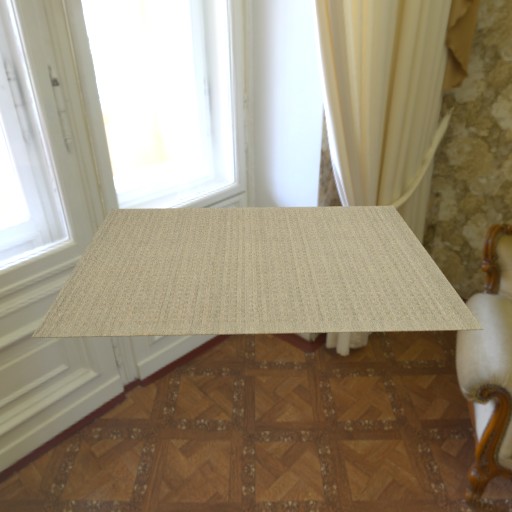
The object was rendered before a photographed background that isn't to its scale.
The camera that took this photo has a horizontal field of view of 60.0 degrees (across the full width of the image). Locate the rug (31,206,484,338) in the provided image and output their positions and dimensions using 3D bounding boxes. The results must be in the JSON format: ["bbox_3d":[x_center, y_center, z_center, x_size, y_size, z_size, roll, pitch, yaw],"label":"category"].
[{"bbox_3d":[0.000,0.000,3.693,2.895,0.006,1.981,-1,30,-1],"label":"rug"}]
